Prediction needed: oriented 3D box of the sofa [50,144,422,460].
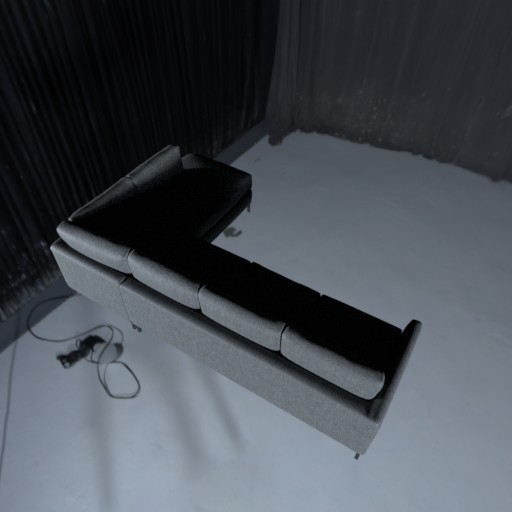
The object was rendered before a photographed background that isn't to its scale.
[{"bbox_3d":[0.000,0.000,3.910,2.972,0.858,1.984,24,50,22],"label":"sofa"}]
